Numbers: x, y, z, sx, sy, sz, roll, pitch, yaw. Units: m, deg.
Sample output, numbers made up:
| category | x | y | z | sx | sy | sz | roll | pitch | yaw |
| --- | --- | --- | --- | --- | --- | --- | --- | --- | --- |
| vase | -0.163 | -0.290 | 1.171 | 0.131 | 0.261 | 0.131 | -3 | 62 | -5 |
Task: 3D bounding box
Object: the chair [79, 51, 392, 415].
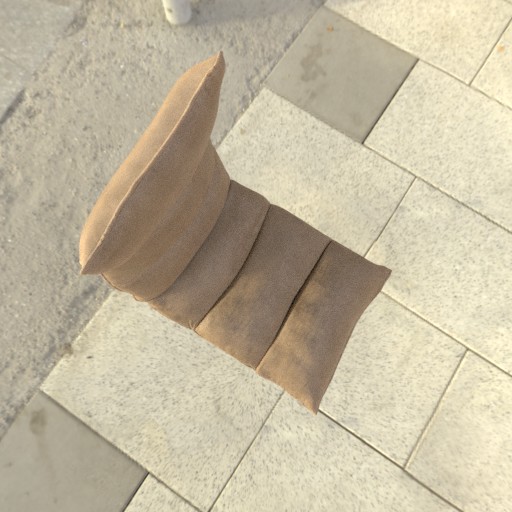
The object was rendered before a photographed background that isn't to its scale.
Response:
| category | x | y | z | sx | sy | sz | roll | pitch | yaw |
| --- | --- | --- | --- | --- | --- | --- | --- | --- | --- |
| chair | 0.000 | 0.000 | 1.545 | 0.985 | 0.892 | 0.714 | 31 | 78 | 7 |
